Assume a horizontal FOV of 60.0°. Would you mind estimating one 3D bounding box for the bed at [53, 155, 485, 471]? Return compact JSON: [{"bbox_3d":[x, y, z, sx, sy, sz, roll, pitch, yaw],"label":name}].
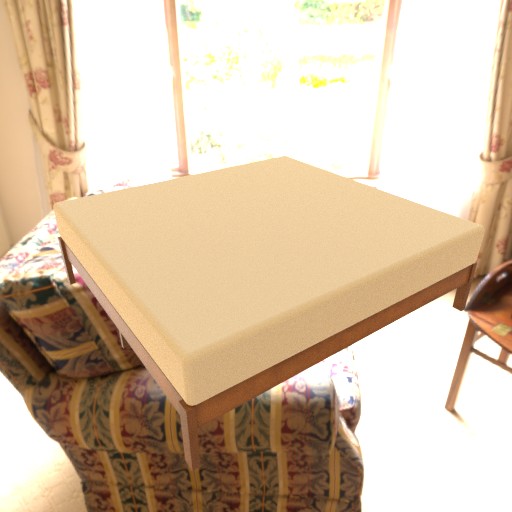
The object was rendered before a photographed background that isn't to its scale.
[{"bbox_3d":[0.000,0.000,2.973,2.049,0.616,1.930,-19,34,-31],"label":"bed"}]
